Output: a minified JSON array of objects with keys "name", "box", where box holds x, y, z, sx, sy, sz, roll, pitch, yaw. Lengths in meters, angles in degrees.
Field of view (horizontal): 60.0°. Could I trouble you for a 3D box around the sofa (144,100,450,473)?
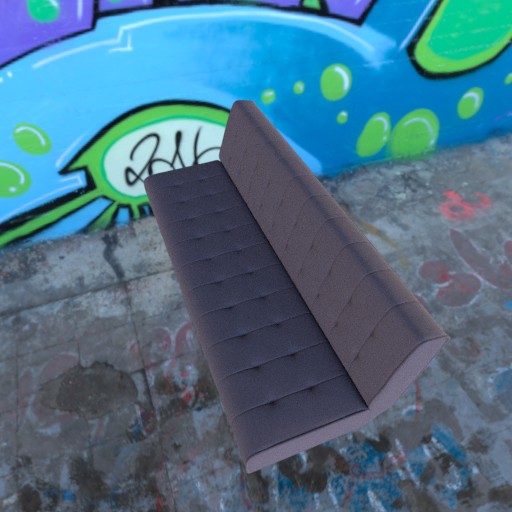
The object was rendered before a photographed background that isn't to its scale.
[{"name":"sofa","box":[0.000,0.000,2.094,0.747,0.699,1.703,-16,48,-15]}]
